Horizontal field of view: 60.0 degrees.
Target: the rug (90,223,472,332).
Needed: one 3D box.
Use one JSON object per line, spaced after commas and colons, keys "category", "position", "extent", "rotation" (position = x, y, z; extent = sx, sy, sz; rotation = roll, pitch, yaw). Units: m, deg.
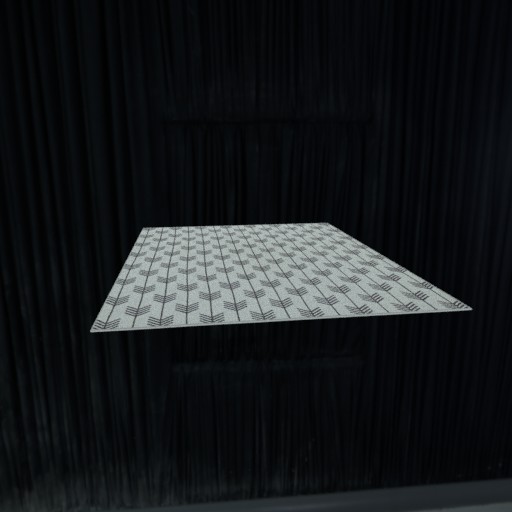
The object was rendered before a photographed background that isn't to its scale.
{"category": "rug", "position": [0.000, 0.000, 4.108], "extent": [2.330, 0.010, 3.061], "rotation": [-2, 15, -8]}
